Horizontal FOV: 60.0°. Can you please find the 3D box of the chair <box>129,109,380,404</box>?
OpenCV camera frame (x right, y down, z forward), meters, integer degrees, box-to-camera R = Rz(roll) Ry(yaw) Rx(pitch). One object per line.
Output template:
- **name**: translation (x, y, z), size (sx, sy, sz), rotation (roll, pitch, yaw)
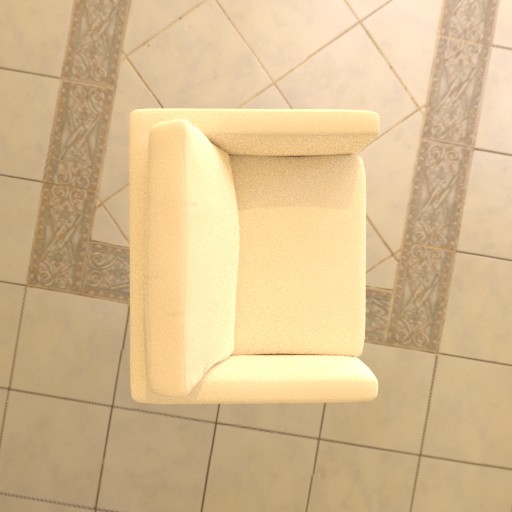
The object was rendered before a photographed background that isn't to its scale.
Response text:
- **chair**: translation (0.000, 0.000, 1.749), size (0.878, 0.885, 1.019), rotation (0, 91, -1)
